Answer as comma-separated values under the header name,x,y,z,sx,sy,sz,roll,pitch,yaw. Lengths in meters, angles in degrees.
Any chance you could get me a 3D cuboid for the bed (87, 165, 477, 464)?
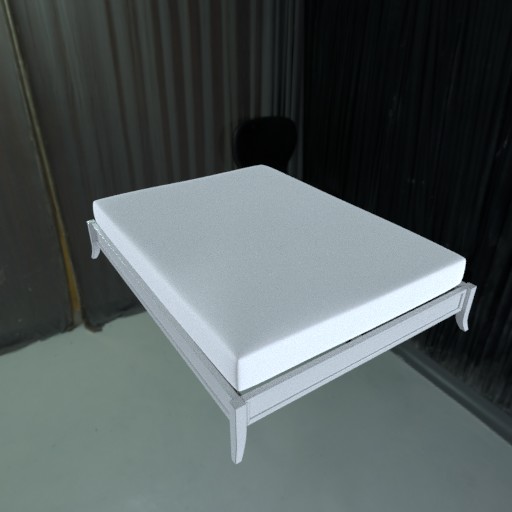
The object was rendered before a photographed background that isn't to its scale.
name,x,y,z,sx,sy,sz,roll,pitch,yaw
bed,0.000,0.000,2.868,1.604,0.510,2.108,-18,34,-29
